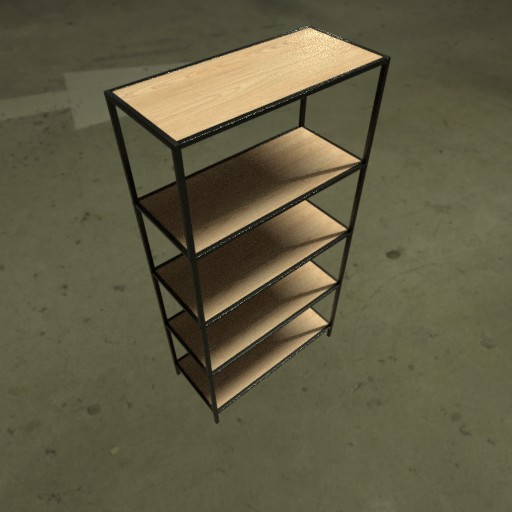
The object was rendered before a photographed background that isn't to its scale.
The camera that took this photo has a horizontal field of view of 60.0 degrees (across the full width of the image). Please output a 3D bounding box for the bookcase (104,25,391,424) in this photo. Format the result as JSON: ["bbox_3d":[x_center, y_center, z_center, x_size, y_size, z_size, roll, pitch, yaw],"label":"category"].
[{"bbox_3d":[0.000,0.000,1.800,0.770,1.500,0.350,-31,54,-26],"label":"bookcase"}]
